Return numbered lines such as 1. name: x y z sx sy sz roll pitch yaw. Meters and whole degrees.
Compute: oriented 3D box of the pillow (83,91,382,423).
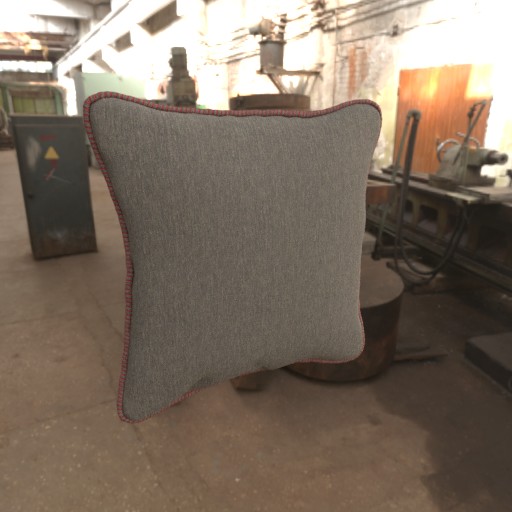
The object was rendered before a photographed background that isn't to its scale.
1. pillow: 0.000 0.000 0.719 0.482 0.491 0.124 -8 19 -25
